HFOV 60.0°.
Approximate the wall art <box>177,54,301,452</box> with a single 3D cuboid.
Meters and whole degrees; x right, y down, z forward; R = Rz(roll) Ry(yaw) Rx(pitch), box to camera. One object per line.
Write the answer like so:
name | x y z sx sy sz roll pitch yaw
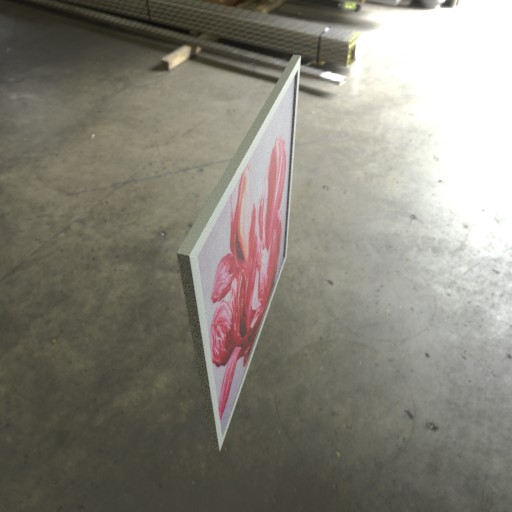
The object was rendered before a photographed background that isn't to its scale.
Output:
wall art | 0.000 0.000 1.247 0.022 0.803 0.805 12 47 11
